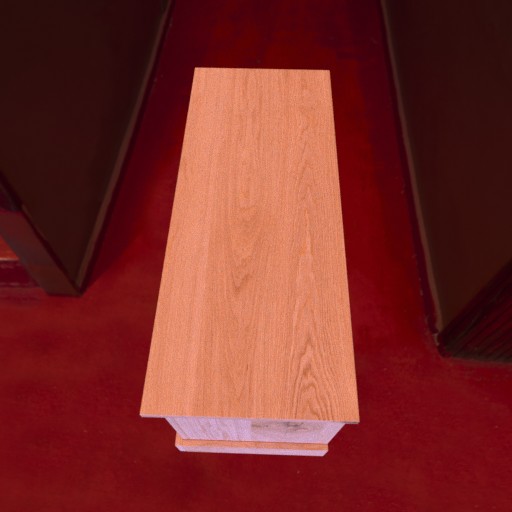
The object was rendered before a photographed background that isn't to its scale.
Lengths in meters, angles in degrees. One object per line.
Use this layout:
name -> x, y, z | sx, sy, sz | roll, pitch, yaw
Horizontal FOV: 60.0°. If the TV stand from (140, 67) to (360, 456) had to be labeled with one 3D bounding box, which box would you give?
TV stand -> 0.000, 0.000, 1.385 | 0.440, 0.550, 1.080 | 2, 59, 1
